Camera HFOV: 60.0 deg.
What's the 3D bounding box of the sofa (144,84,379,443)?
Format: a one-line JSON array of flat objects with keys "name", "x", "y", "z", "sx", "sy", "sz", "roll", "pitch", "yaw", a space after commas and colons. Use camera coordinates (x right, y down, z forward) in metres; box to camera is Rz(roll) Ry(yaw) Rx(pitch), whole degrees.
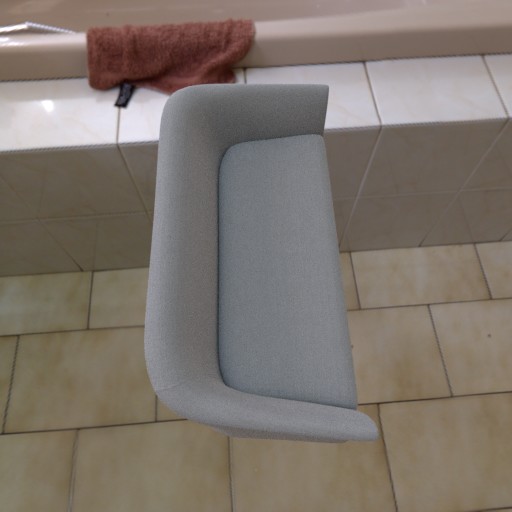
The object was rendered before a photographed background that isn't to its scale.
[{"name": "sofa", "x": 0.000, "y": 0.000, "z": 1.822, "sx": 0.705, "sy": 0.721, "sz": 1.452, "roll": -2, "pitch": 64, "yaw": -1}]
